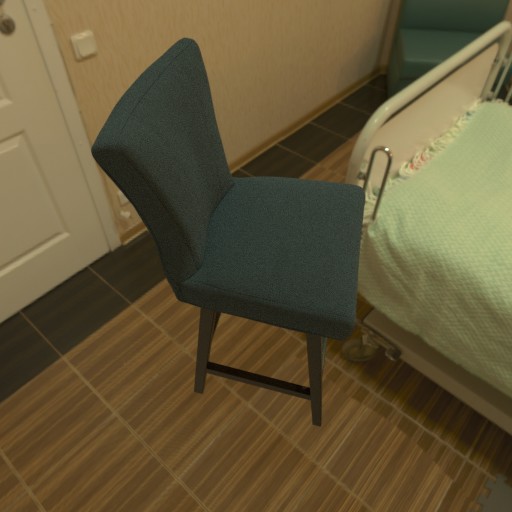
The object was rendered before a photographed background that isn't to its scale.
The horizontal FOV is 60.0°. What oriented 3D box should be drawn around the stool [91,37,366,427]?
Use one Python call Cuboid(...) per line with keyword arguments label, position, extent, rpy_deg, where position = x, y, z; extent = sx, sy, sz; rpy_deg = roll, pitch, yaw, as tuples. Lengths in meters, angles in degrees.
Cuboid(label="stool", position=(0.000, 0.000, 1.281), extent=(0.574, 1.000, 0.514), rpy_deg=(9, 48, 8))
